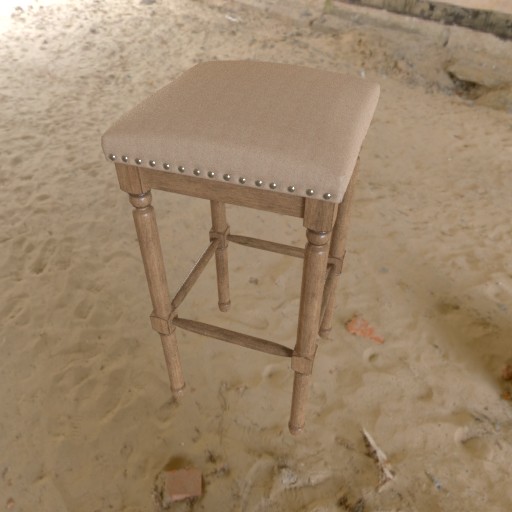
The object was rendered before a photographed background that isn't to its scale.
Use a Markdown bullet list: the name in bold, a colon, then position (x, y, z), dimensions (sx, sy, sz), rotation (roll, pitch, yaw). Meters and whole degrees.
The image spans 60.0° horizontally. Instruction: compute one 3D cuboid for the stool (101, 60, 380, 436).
- **stool**: position (0.000, 0.000, 0.981), dimensions (0.383, 0.768, 0.382), rotation (13, 42, 14)
